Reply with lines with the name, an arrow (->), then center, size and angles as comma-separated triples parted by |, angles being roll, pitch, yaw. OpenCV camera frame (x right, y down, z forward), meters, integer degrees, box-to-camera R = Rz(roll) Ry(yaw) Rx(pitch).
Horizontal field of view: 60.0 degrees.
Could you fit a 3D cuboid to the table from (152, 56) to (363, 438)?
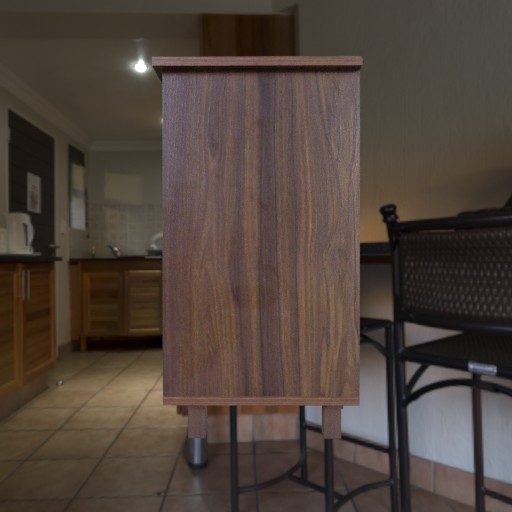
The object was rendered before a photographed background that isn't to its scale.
table -> 0.000, 0.000, 1.203 | 0.390, 0.725, 0.802 | 0, 0, 0
